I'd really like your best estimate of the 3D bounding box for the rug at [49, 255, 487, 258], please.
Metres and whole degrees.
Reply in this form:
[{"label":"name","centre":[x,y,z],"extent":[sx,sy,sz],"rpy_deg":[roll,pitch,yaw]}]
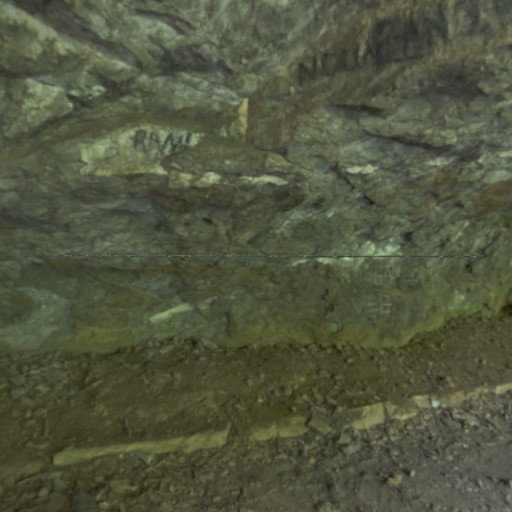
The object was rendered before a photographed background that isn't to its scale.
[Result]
[{"label":"rug","centre":[0.000,0.000,2.751],"extent":[2.476,0.010,0.807],"rpy_deg":[0,0,18]}]
